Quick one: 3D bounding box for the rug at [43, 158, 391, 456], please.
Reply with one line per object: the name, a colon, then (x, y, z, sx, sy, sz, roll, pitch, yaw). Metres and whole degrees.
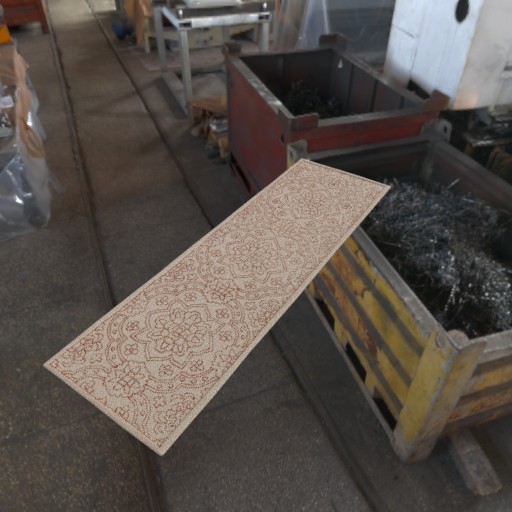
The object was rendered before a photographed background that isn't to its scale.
rug: (0.000, 0.000, 2.689, 0.769, 0.012, 2.448, 24, 46, 25)
